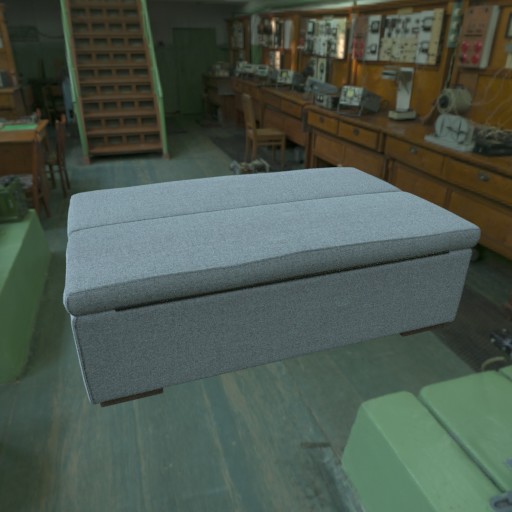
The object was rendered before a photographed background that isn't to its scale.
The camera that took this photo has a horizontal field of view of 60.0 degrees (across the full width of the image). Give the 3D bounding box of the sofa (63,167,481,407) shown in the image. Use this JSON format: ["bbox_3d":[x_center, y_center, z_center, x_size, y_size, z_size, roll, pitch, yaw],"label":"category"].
[{"bbox_3d":[0.000,0.000,1.636,1.250,0.434,0.817,-9,27,-17],"label":"sofa"}]
